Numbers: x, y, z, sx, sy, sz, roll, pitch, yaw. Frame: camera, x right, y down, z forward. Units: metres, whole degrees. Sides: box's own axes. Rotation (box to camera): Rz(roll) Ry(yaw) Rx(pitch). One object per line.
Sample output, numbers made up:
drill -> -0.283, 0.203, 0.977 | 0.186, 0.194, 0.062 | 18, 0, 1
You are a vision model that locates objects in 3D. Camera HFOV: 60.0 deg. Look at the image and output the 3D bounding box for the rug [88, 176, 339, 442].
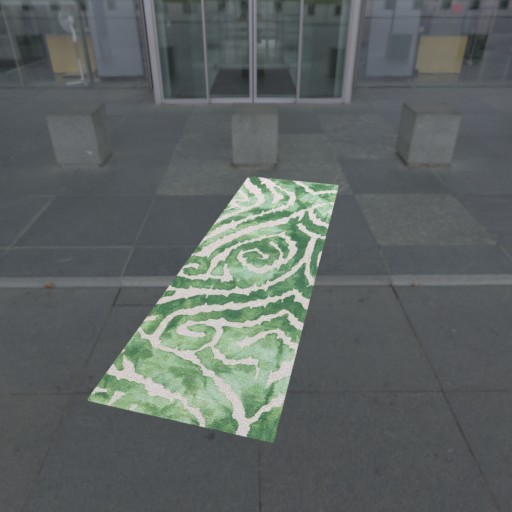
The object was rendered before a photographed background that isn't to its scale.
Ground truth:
rug -> 0.000, 0.000, 2.686 | 0.761, 0.006, 2.438 | 8, 33, 12
